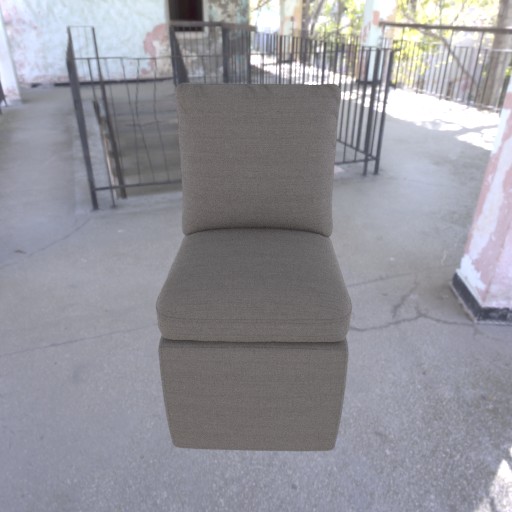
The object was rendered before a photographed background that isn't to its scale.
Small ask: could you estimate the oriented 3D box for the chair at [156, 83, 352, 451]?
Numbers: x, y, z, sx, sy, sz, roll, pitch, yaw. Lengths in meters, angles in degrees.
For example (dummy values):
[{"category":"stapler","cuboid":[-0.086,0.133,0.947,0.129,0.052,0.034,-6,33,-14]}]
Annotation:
[{"category":"chair","cuboid":[0.000,0.000,1.341,0.503,0.927,0.698,1,29,1]}]
